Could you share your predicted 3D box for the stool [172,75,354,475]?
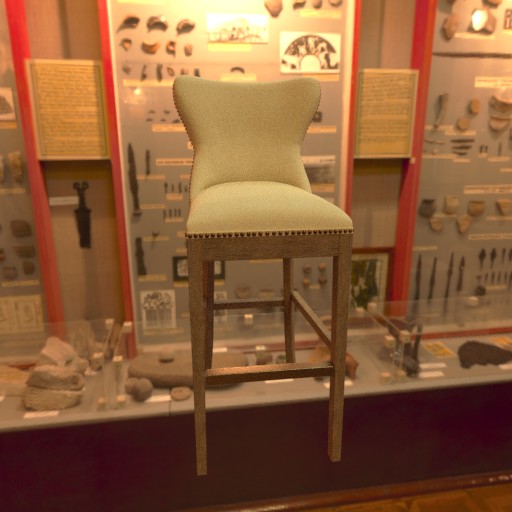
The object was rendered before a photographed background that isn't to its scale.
[{"bbox_3d":[0.000,0.000,1.427,0.494,1.123,0.606,-2,16,-8],"label":"stool"}]
